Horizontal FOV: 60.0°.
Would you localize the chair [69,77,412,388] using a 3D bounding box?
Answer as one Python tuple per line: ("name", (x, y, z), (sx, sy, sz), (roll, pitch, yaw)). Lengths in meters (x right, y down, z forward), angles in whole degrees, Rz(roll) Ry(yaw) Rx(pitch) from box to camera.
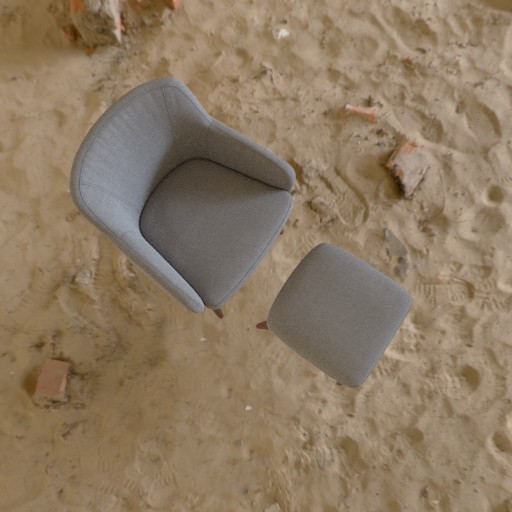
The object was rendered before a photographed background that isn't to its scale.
("chair", (0.000, 0.000, 1.574), (1.107, 0.799, 0.584), (34, 79, 8))
